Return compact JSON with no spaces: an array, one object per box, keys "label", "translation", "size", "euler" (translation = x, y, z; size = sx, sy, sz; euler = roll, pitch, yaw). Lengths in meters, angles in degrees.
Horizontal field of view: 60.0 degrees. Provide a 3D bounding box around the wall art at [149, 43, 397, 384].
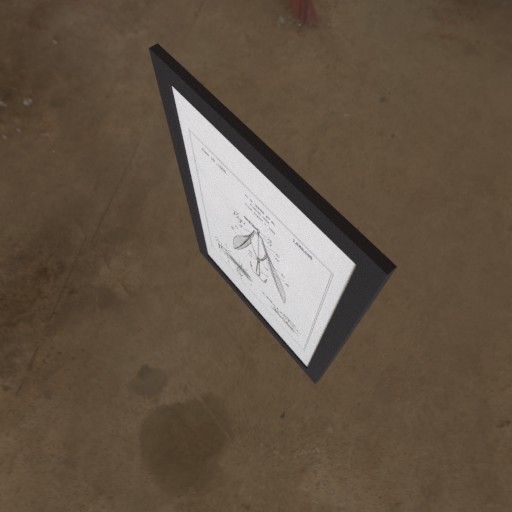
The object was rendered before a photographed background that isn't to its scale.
[{"label":"wall art","translation":[0.000,0.000,0.699],"size":[0.013,0.534,0.380],"euler":[-37,69,-16]}]
